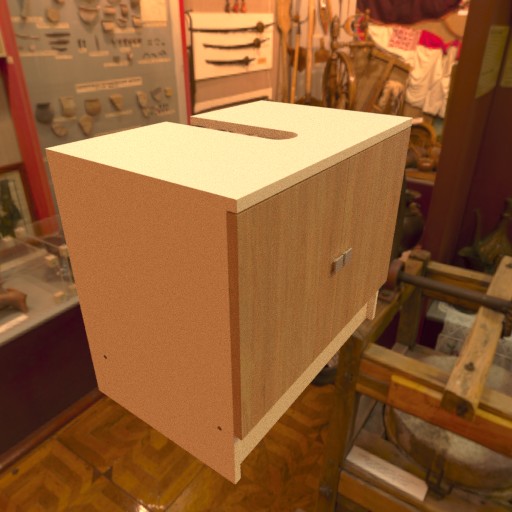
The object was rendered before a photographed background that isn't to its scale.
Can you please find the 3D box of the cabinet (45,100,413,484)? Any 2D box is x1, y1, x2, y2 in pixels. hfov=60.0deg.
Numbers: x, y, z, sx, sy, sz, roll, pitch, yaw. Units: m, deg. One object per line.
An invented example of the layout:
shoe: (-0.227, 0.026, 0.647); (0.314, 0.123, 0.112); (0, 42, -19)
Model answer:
cabinet: (0.000, 0.000, 0.942); (0.400, 0.522, 0.600); (19, 33, 31)
